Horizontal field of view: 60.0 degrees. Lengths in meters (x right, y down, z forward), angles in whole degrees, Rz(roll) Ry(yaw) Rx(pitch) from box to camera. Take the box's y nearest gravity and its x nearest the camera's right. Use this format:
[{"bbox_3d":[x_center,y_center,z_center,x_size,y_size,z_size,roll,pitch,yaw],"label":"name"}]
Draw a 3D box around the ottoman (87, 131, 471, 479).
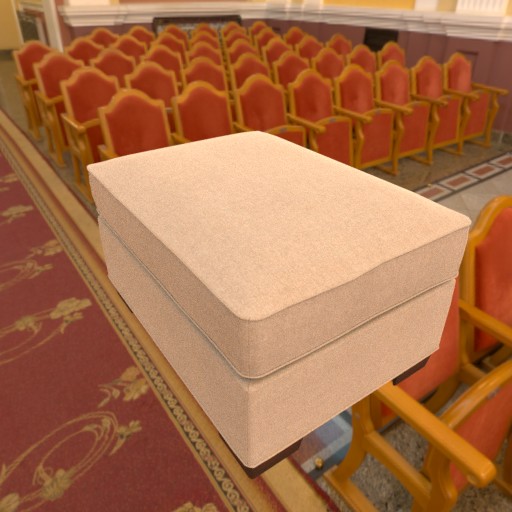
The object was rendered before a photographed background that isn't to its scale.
[{"bbox_3d":[0.000,0.000,1.219,0.617,0.503,0.846,-20,37,-29],"label":"ottoman"}]
